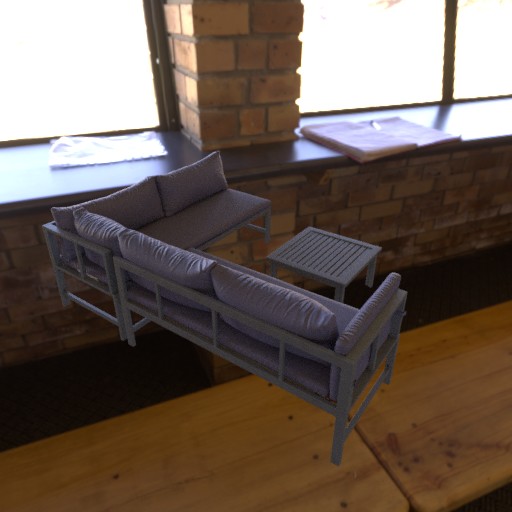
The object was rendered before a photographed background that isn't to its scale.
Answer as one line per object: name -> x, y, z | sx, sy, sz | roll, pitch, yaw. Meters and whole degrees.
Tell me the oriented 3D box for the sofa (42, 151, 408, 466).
sofa -> 0.000, 0.000, 2.971 | 2.149, 0.762, 1.658 | 19, 35, 30
